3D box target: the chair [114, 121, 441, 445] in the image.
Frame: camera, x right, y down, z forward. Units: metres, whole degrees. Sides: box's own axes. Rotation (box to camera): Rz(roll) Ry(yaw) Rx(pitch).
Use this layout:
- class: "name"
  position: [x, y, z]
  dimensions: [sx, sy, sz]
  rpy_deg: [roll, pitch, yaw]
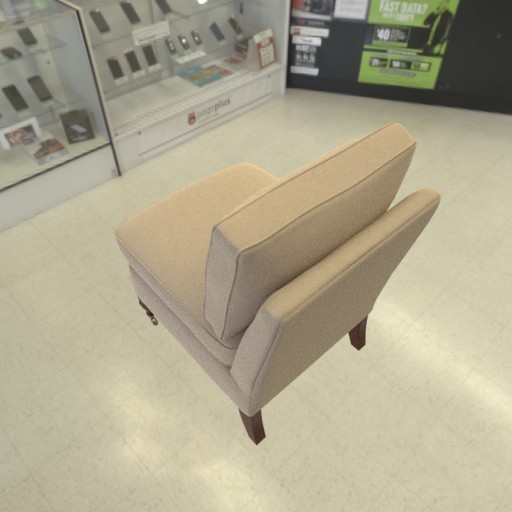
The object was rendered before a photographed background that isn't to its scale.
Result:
- class: "chair"
  position: [0.000, 0.000, 1.651]
  dimensions: [0.724, 1.052, 0.912]
  rpy_deg: [-33, 55, -28]
